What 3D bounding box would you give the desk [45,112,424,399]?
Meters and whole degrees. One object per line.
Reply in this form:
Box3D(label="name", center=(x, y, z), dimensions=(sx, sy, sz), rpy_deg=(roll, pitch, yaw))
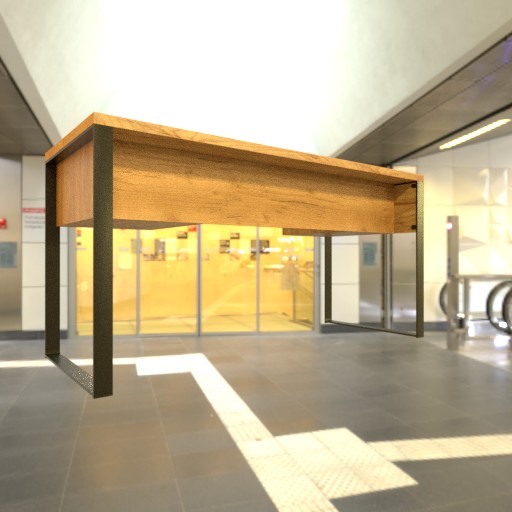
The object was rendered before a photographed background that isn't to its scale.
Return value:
Box3D(label="desk", center=(0.000, 0.000, 1.867), dimensions=(1.520, 0.760, 0.600), rpy_deg=(0, 0, -37))
